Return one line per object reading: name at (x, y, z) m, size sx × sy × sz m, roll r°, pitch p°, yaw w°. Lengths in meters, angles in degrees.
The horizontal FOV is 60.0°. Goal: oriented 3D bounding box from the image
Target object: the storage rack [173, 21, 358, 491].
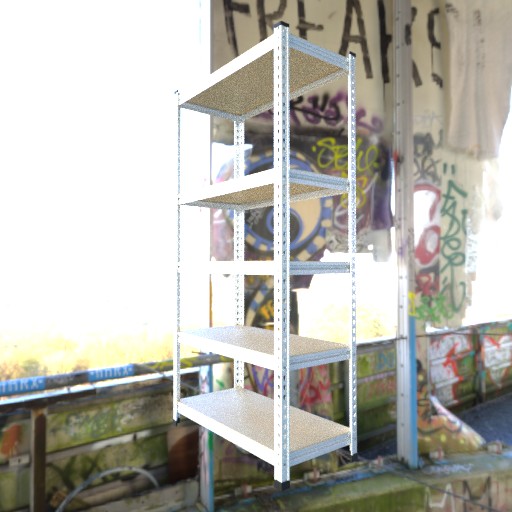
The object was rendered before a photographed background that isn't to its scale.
storage rack at (0.000, 0.000, 2.220) m, size 0.457 × 1.829 × 0.914 m, roll 1°, pitch -1°, yaw -38°
